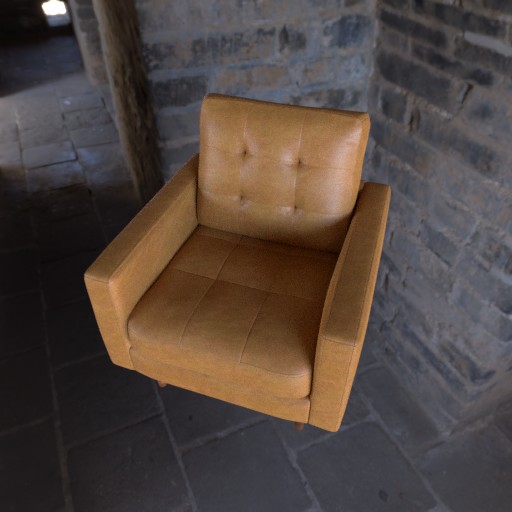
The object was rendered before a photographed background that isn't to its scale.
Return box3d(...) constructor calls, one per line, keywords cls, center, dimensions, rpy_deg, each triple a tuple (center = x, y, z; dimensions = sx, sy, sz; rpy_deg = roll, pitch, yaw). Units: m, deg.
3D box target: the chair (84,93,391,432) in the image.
box3d(cls="chair", center=(0.000, 0.000, 1.559), dimensions=(0.831, 0.896, 0.868), rpy_deg=(12, 42, 14))
